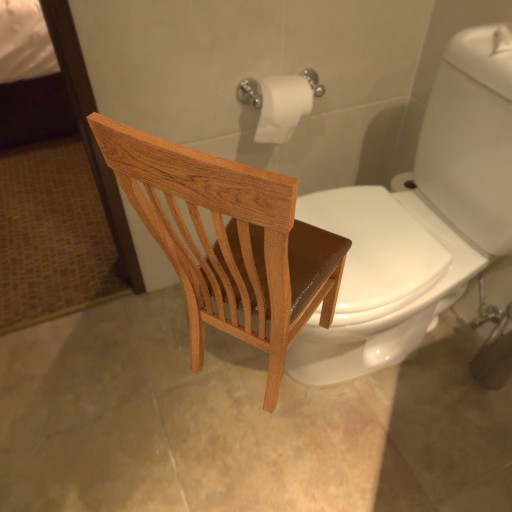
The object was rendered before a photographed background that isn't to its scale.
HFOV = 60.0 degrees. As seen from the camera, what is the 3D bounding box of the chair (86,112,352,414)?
[{"bbox_3d":[0.000,0.000,1.332,0.450,1.050,0.580,22,50,20],"label":"chair"}]
